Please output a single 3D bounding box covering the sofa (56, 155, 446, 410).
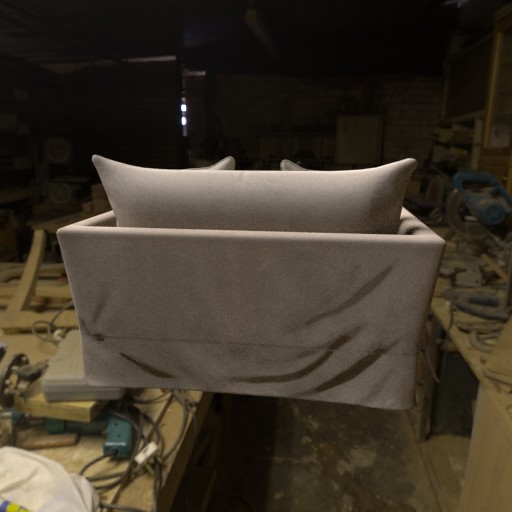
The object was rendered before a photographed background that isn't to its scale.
[{"bbox_3d":[0.000,0.000,2.307,1.608,1.040,1.035,2,15,8],"label":"sofa"}]
